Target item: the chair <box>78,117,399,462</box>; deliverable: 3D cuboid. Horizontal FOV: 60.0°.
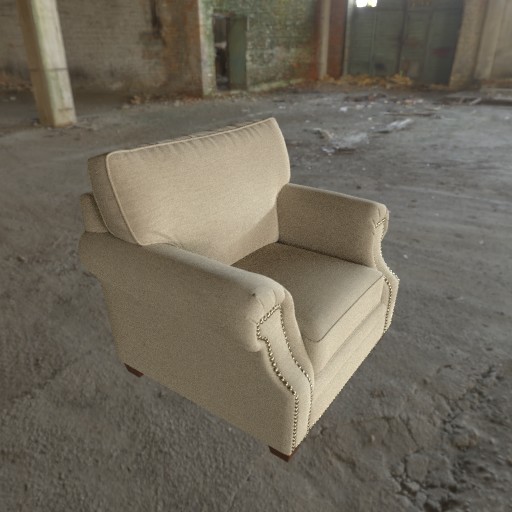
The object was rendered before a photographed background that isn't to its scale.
[{"bbox_3d":[0.000,0.000,1.842,0.965,0.961,1.092,17,31,31],"label":"chair"}]
